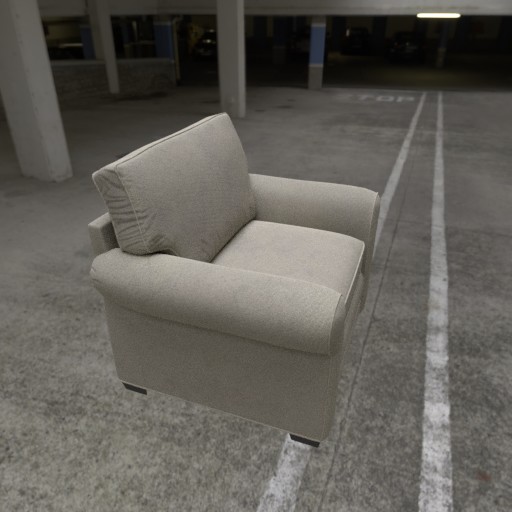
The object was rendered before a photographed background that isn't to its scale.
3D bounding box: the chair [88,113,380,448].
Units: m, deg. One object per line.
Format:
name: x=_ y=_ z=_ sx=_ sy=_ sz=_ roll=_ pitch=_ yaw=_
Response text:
chair: x=0.000 y=0.000 z=1.963 sx=0.939 sy=1.044 sz=1.147 roll=10 pitch=31 yaw=18
